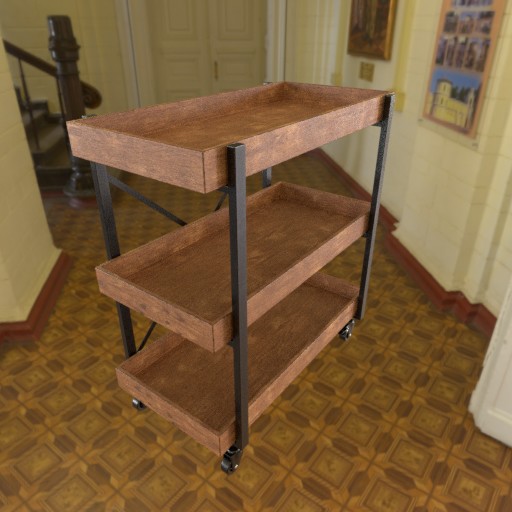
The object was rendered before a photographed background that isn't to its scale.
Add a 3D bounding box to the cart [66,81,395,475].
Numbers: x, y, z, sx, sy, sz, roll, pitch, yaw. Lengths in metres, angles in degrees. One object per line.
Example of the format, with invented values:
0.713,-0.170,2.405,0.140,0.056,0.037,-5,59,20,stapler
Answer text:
0.000,0.000,1.215,0.411,0.800,0.750,20,34,32,cart
